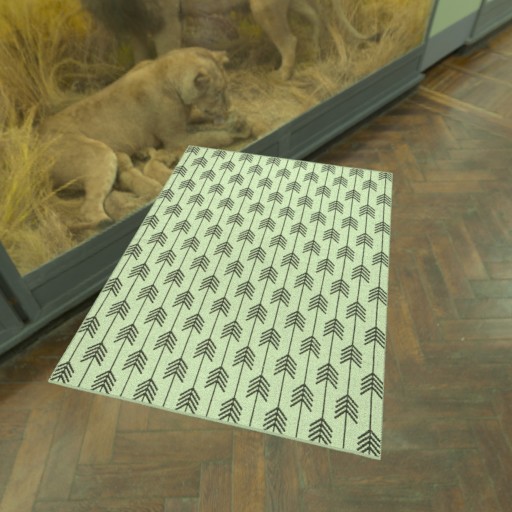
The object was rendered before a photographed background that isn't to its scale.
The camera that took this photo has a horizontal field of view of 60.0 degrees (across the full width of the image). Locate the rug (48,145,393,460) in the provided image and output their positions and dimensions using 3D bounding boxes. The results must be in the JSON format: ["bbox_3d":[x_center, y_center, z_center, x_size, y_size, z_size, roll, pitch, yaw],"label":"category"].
[{"bbox_3d":[0.000,0.000,3.978,2.330,0.010,3.061,10,48,9],"label":"rug"}]
